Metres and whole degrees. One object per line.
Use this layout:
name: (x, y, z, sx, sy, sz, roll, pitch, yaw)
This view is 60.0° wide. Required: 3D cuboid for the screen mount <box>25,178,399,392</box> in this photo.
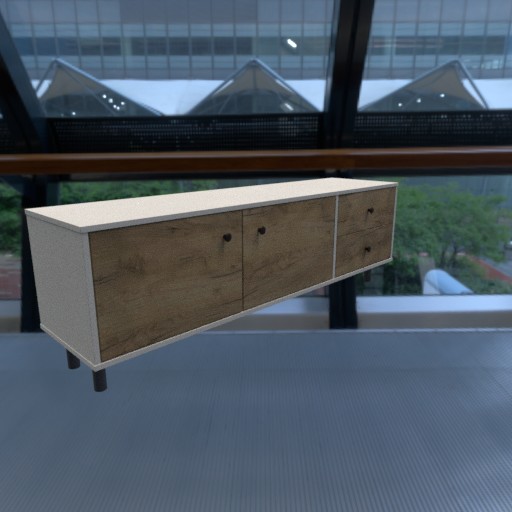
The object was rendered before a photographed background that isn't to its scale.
screen mount: (0.000, 0.000, 1.838, 1.600, 0.520, 0.418, -14, 20, -43)
